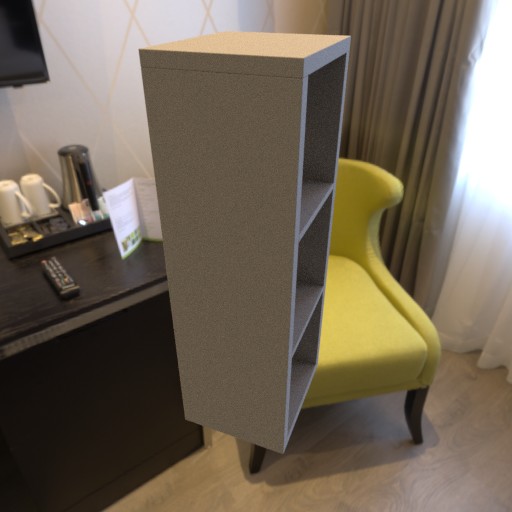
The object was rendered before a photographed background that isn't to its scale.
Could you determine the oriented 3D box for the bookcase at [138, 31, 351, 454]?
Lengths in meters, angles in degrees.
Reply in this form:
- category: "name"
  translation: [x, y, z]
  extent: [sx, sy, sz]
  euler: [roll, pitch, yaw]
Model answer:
- category: "bookcase"
  translation: [0.000, 0.000, 1.234]
  extent: [0.330, 1.080, 0.390]
  euler: [12, 34, 18]
